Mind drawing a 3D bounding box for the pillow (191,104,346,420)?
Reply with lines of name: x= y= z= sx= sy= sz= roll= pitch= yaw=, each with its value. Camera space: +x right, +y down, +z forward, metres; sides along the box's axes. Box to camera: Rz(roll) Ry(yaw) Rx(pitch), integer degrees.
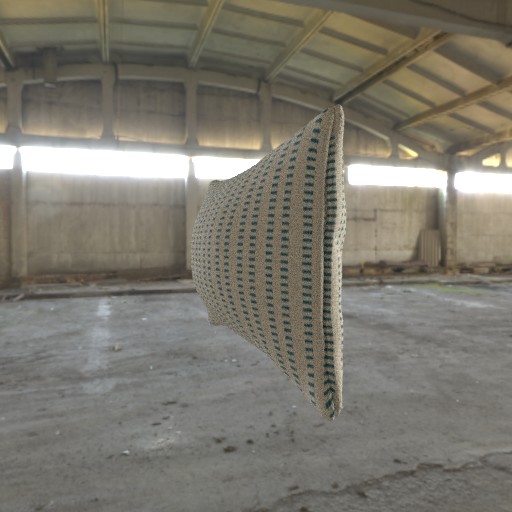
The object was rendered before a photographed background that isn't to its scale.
pillow: x=0.000 y=0.000 z=0.794 sx=0.210 sy=0.353 sz=0.640 roll=0 pitch=2 yaw=-18
